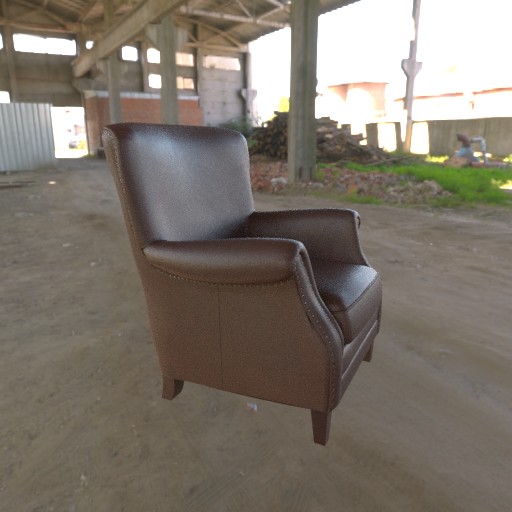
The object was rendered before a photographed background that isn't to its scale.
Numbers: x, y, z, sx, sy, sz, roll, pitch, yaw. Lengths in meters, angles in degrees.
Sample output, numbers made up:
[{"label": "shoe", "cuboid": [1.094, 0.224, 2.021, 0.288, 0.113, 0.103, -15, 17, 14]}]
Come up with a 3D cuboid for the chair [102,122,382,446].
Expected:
[{"label": "chair", "cuboid": [0.000, 0.000, 1.385, 0.746, 0.800, 0.700, 7, 16, 26]}]
